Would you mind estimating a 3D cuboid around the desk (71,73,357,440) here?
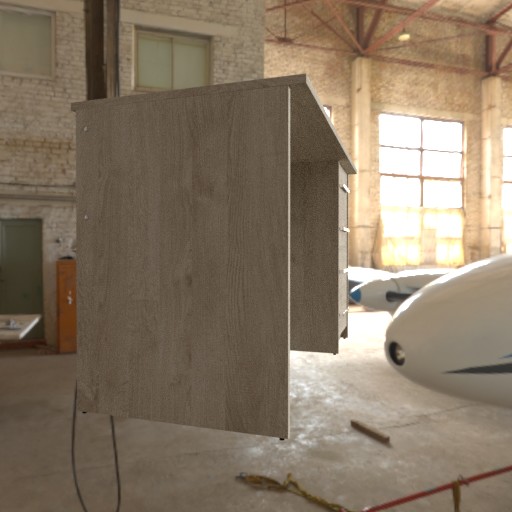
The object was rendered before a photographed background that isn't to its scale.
[{"bbox_3d":[0.000,0.000,1.477,0.560,0.730,1.096,0,1,18],"label":"desk"}]
